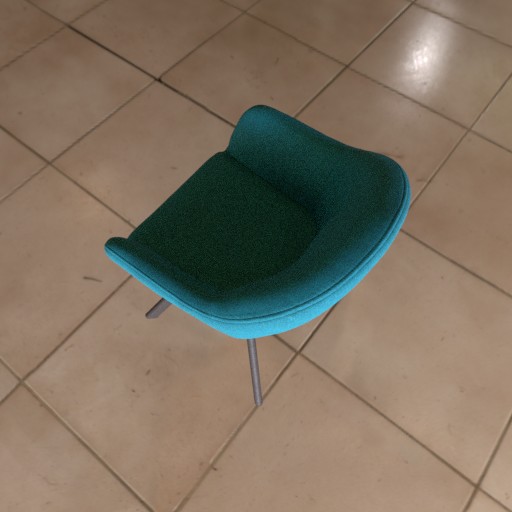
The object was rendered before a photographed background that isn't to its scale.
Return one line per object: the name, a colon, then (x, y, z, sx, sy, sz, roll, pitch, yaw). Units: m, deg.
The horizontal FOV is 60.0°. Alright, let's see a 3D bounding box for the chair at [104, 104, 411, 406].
chair: (0.000, 0.000, 1.145, 0.565, 0.775, 0.545, 34, 67, 16)
